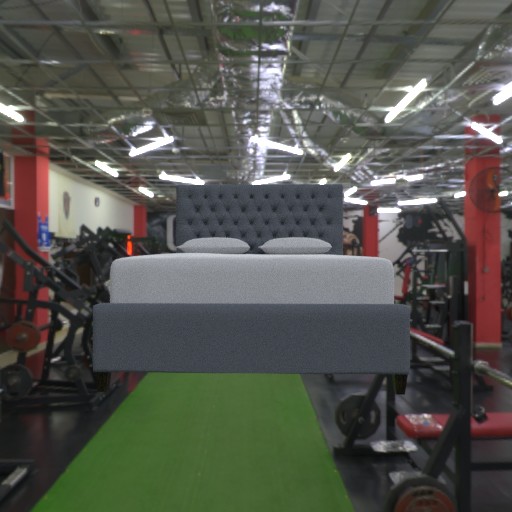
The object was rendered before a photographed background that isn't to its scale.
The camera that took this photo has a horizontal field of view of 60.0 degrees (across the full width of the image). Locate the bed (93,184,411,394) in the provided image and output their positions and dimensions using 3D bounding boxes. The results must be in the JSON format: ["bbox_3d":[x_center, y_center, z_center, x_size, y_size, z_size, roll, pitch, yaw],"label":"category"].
[{"bbox_3d":[0.000,0.000,3.416,1.698,1.427,2.231,0,1,2],"label":"bed"}]
